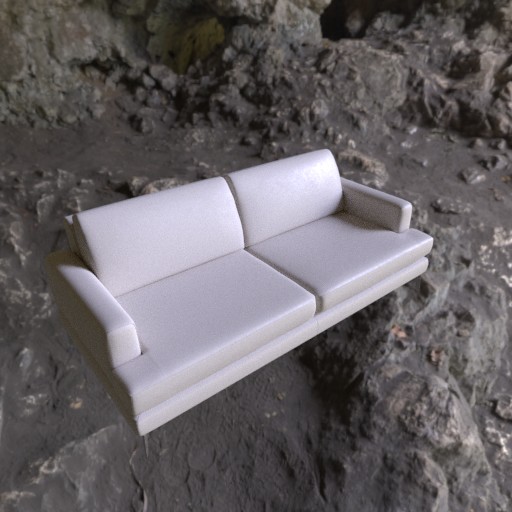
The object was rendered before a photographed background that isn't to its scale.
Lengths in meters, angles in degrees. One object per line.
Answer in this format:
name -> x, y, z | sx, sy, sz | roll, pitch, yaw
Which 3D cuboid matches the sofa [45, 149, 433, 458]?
sofa -> 0.000, 0.000, 2.401 | 1.940, 0.765, 0.974 | -22, 37, -33
